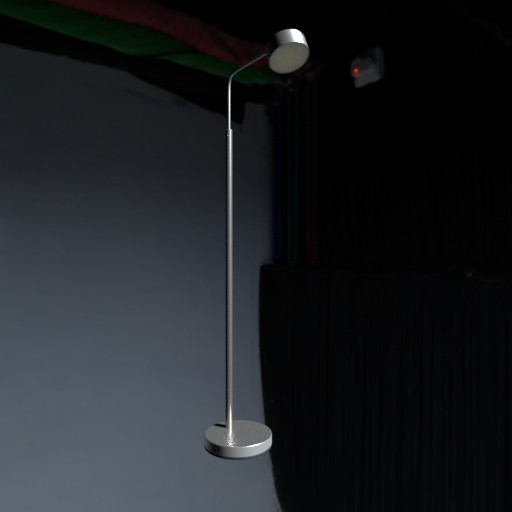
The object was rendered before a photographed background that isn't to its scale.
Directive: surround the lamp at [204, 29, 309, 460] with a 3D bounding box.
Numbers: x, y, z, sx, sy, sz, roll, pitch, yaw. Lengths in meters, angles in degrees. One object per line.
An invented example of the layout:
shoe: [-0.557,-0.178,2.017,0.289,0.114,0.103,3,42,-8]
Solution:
lamp: [0.000,0.000,1.384,0.222,1.250,0.421,0,0,-36]
